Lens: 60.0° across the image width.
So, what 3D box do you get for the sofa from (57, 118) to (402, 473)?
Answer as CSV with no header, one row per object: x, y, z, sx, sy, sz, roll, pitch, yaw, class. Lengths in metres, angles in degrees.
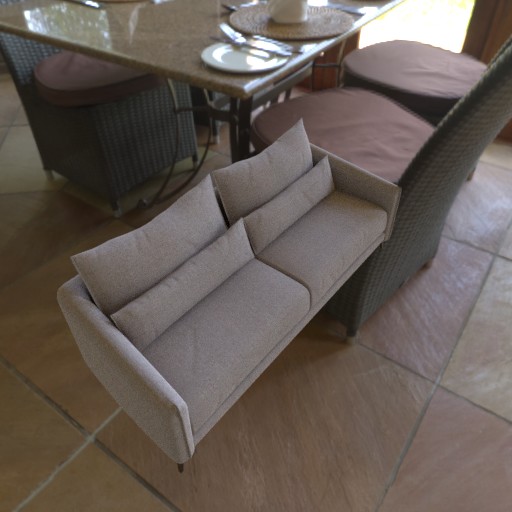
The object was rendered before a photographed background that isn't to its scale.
0.000,0.000,2.462,0.809,0.833,2.022,28,49,28,sofa
